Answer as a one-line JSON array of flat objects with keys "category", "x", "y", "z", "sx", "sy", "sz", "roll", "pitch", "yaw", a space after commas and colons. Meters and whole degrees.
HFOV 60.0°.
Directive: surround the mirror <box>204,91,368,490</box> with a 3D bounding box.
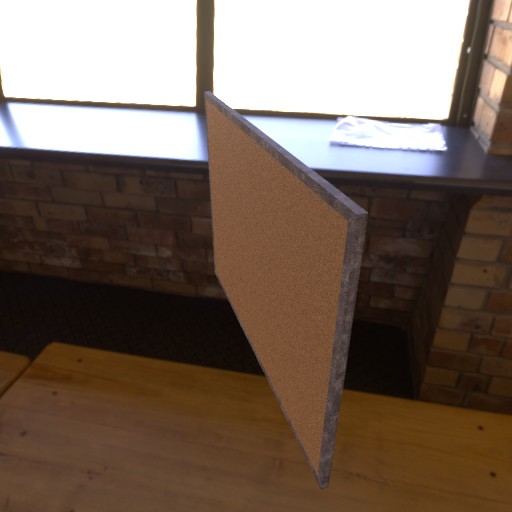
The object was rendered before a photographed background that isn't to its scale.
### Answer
[{"category": "mirror", "x": 0.000, "y": 0.000, "z": 1.401, "sx": 0.022, "sy": 0.795, "sz": 1.101, "roll": -10, "pitch": 33, "yaw": -16}]
